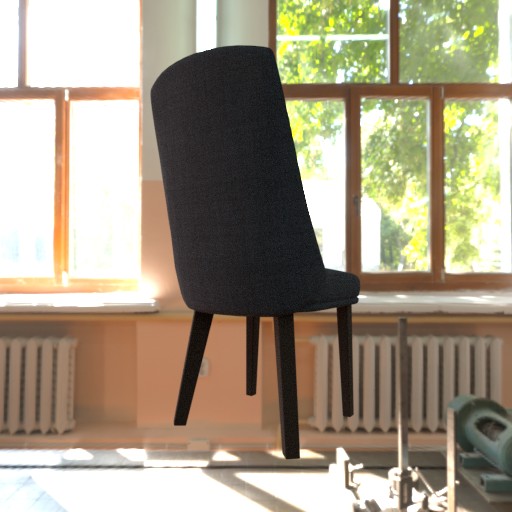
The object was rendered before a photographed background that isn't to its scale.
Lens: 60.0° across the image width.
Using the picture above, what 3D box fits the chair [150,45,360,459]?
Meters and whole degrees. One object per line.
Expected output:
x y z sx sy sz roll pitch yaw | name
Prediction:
0.000 0.000 1.378 0.510 1.050 0.577 -1 -1 35 | chair
